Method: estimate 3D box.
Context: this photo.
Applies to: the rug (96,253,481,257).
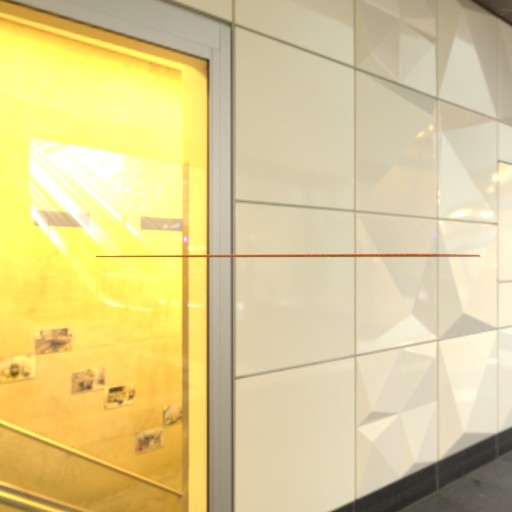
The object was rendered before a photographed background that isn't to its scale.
[{"bbox_3d":[0.000,0.000,2.795,2.471,0.013,0.914,0,0,35],"label":"rug"}]
